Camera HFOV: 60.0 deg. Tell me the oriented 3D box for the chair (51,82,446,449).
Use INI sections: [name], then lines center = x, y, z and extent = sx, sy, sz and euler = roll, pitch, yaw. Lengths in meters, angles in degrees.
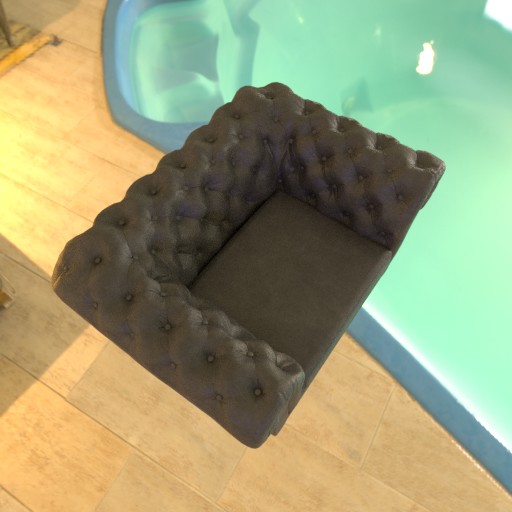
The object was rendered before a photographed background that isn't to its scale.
[chair]
center = 0.000, 0.000, 1.864
extent = 0.943, 0.780, 1.298
euler = 32, 64, 18
